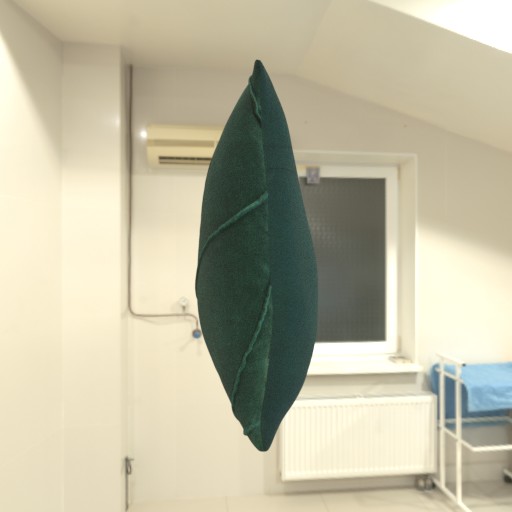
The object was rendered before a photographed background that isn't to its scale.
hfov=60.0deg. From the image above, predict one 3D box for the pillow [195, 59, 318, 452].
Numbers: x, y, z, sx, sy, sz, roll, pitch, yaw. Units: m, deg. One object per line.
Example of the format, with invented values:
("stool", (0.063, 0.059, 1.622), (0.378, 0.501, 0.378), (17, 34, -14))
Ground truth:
("pillow", (0.000, 0.000, 0.694), (0.184, 0.440, 0.439), (0, 0, 0))
